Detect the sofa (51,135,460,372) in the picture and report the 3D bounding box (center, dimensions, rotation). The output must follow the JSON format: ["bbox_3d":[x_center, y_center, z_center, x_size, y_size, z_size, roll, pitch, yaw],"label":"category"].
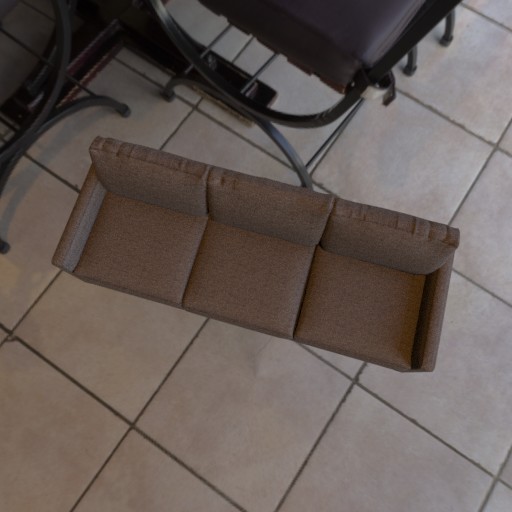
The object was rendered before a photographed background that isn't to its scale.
[{"bbox_3d":[0.000,0.000,2.731,2.253,0.882,0.876,15,75,4],"label":"sofa"}]
